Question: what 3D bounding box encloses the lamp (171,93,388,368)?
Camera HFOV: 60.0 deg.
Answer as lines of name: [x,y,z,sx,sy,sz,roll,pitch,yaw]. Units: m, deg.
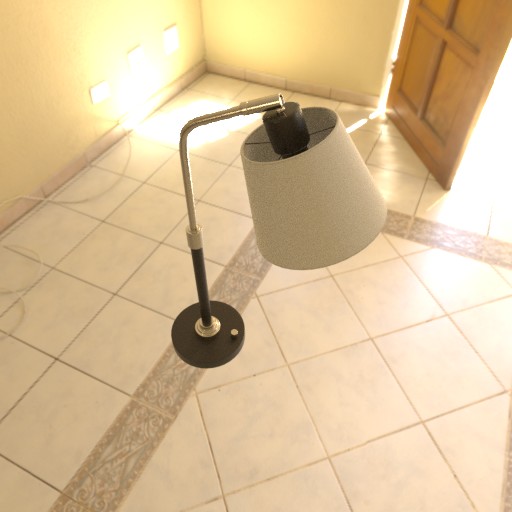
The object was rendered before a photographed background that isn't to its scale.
lamp: [0.000,0.000,0.690,0.348,0.539,0.181,12,48,11]
